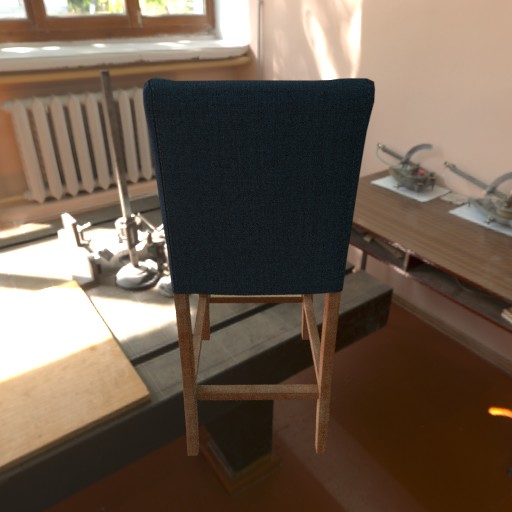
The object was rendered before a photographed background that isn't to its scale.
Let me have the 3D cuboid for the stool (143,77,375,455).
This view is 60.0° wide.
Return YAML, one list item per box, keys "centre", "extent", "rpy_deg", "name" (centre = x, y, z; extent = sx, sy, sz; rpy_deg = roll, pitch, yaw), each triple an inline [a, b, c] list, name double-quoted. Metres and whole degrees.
- centre: [0.000, 0.000, 1.290]
  extent: [0.454, 1.039, 0.567]
  rpy_deg: [0, 30, 0]
  name: "stool"
